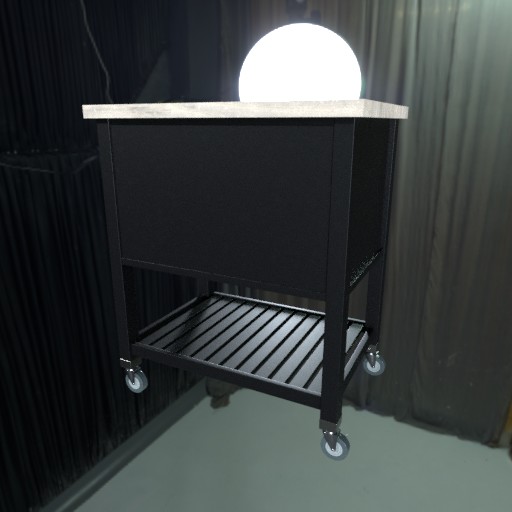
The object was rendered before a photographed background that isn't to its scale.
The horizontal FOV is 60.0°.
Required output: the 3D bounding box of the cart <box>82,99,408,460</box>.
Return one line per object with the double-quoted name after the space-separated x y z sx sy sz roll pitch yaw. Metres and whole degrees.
0.000 0.000 1.436 0.797 0.920 0.567 8 19 26 "cart"
